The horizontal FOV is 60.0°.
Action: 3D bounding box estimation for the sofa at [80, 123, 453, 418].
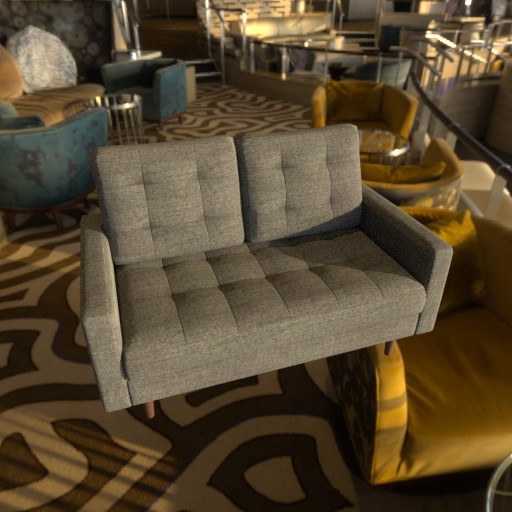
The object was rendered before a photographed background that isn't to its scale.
[{"bbox_3d":[0.000,0.000,1.924,1.407,0.907,0.842,-10,33,-16],"label":"sofa"}]
